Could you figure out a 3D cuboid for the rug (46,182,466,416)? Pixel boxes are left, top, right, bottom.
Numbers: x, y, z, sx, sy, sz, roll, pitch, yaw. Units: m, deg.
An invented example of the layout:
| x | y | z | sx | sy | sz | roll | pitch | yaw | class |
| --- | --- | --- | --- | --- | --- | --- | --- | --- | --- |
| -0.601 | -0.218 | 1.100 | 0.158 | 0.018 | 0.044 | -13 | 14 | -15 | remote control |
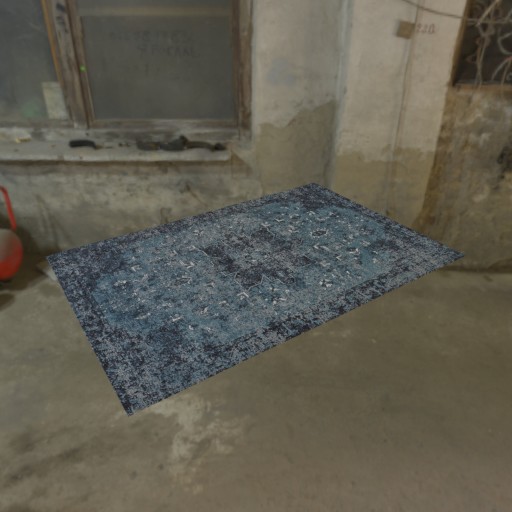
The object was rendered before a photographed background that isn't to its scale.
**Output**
| x | y | z | sx | sy | sz | roll | pitch | yaw | class |
| --- | --- | --- | --- | --- | --- | --- | --- | --- | --- |
| 0.000 | 0.000 | 2.316 | 1.828 | 0.005 | 1.219 | -19 | 36 | -28 | rug |
